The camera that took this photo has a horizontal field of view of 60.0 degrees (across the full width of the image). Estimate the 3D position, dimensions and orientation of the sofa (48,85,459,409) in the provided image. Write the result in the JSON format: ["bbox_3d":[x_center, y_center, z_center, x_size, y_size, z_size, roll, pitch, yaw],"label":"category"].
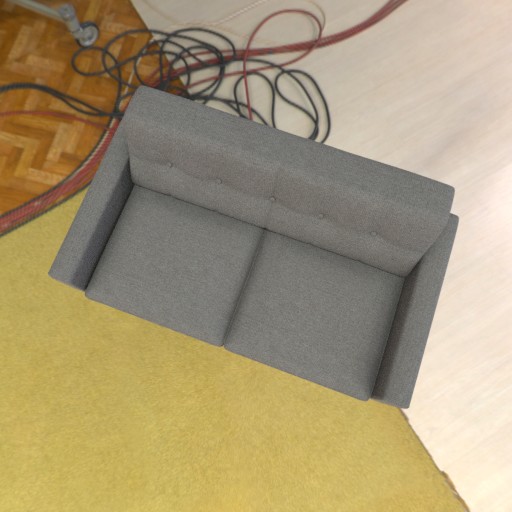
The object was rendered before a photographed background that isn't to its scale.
[{"bbox_3d":[0.000,0.000,2.091,1.631,0.841,0.909,19,77,5],"label":"sofa"}]
